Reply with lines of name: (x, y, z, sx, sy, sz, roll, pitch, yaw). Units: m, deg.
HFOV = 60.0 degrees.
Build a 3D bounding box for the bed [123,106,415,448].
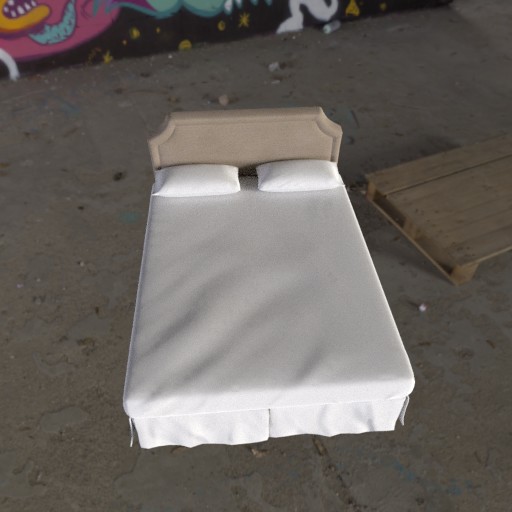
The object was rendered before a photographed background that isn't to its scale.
bed: (0.000, 0.000, 3.580, 1.977, 1.293, 2.498, -3, 45, -3)
